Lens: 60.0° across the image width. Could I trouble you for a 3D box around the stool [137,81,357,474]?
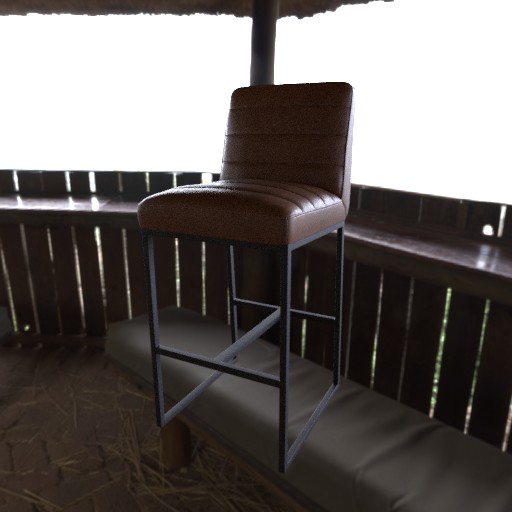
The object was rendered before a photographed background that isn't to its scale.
[{"bbox_3d":[0.000,0.000,1.369,0.458,1.040,0.556,8,17,27],"label":"stool"}]
